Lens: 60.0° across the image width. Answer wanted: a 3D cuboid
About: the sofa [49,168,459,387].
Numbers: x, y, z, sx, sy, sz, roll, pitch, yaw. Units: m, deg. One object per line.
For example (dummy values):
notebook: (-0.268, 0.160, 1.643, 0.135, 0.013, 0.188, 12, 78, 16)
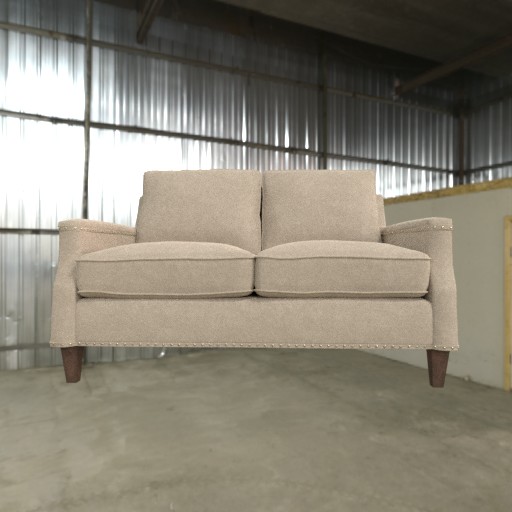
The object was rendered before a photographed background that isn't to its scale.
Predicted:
sofa: (0.000, 0.000, 2.222, 1.597, 1.002, 1.084, 0, 1, 2)
